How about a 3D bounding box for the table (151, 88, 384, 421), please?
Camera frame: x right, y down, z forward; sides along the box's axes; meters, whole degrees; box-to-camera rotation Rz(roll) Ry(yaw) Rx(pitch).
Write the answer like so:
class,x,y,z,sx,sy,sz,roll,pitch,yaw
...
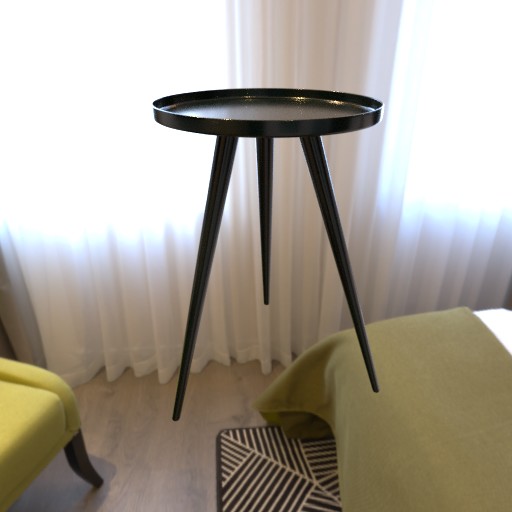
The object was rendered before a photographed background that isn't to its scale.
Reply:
class,x,y,z,sx,sy,sz,roll,pitch,yaw
table,0.000,0.000,0.827,0.415,0.548,0.403,-18,32,-32
